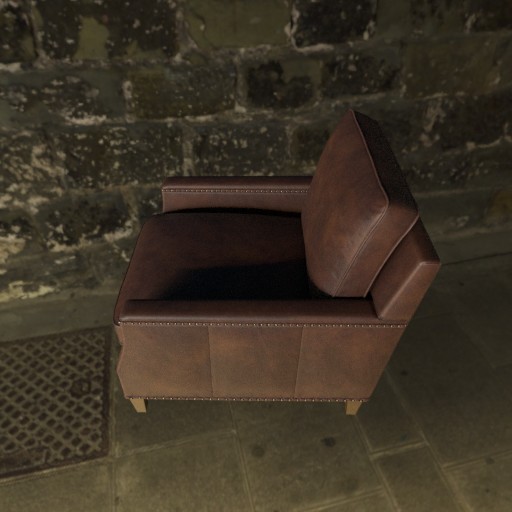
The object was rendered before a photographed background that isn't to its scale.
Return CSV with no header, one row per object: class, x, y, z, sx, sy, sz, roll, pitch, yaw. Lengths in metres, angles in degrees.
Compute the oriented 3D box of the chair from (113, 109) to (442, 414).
chair,0.000,0.000,1.726,1.014,0.929,0.853,0,40,1
